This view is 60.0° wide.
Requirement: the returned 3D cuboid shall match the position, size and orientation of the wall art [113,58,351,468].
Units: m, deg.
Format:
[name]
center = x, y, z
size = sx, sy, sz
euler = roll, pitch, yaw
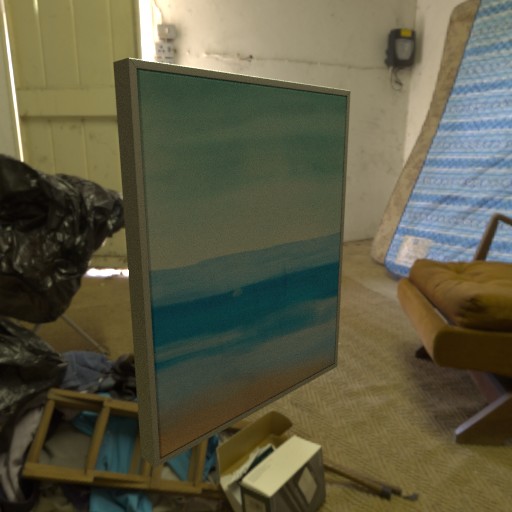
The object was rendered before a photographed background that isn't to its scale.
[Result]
[wall art]
center = 0.000, 0.000, 0.740
size = 0.445, 0.553, 0.039
euler = -13, 19, -42
